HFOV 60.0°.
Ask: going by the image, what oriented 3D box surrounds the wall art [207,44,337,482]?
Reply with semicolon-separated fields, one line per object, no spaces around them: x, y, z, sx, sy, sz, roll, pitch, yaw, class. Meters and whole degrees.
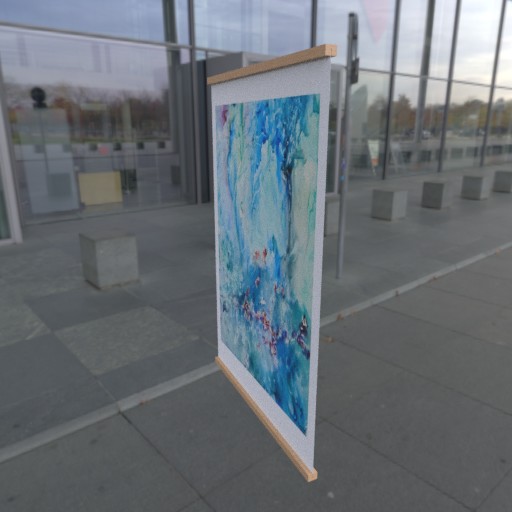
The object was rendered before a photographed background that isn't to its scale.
0.000;0.000;0.768;0.016;0.611;0.401;-8;18;-25;wall art
